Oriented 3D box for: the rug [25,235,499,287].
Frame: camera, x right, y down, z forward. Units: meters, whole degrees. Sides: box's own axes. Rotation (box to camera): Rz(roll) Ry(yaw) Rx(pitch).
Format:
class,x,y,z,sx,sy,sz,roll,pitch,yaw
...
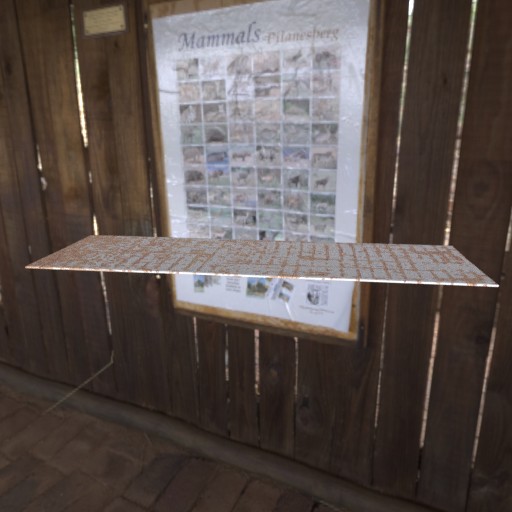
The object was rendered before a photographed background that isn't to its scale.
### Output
class,x,y,z,sx,sy,sz,roll,pitch,yaw
rug,0.000,0.000,2.619,2.435,0.011,0.750,2,16,7
